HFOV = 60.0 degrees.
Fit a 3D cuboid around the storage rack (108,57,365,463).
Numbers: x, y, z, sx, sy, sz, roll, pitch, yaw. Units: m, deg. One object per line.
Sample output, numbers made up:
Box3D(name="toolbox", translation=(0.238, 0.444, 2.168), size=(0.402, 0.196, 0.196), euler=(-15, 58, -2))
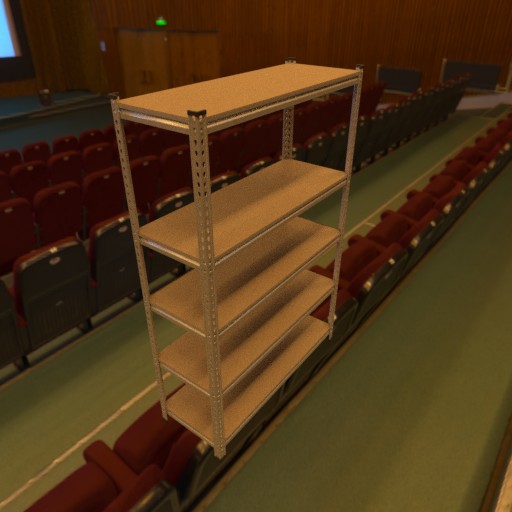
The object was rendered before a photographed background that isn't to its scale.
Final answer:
Box3D(name="storage rack", translation=(0.000, 0.000, 2.412), size=(0.457, 1.829, 1.219), euler=(22, 38, 31))
